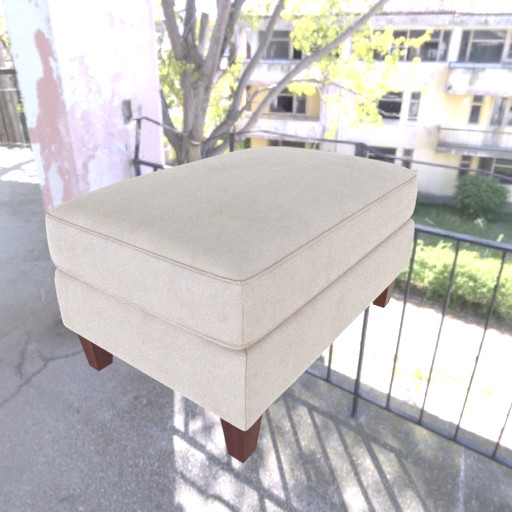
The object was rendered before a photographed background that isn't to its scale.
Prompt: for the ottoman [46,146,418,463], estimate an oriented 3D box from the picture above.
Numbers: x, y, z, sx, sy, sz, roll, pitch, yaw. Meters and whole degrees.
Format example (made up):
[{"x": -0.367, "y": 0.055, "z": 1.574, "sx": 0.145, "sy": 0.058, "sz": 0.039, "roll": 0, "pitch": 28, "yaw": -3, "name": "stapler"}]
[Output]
[{"x": 0.000, "y": 0.000, "z": 1.196, "sx": 0.584, "sy": 0.483, "sz": 0.864, "roll": 17, "pitch": 30, "yaw": 33, "name": "ottoman"}]
